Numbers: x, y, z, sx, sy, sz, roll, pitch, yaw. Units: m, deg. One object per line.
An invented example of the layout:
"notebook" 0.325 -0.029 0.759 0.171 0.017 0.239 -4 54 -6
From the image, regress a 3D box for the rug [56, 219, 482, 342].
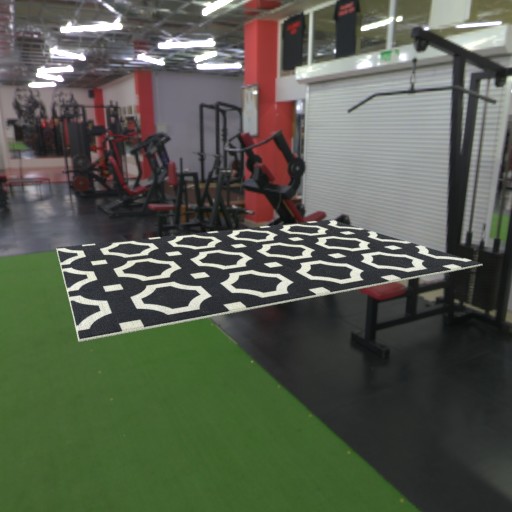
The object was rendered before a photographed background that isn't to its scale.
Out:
"rug" 0.000 0.000 2.856 2.286 0.016 1.555 -8 17 -25
